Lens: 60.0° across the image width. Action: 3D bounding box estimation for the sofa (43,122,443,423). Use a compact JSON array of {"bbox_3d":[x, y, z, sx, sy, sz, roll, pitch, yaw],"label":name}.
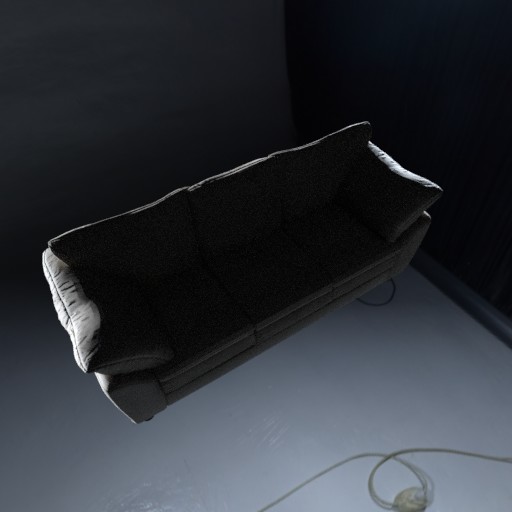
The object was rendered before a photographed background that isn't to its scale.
[{"bbox_3d":[0.000,0.000,2.788,2.334,0.996,0.878,-25,51,-23],"label":"sofa"}]
